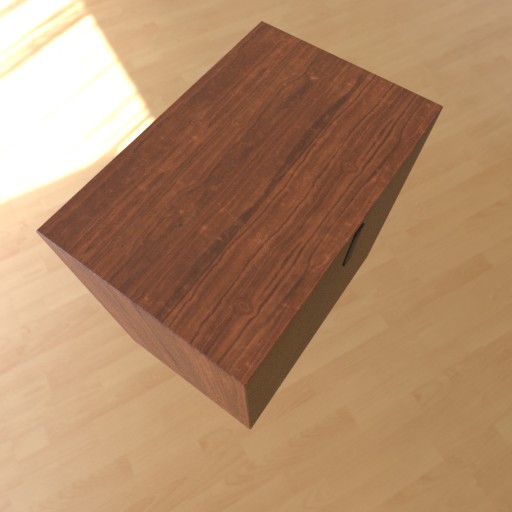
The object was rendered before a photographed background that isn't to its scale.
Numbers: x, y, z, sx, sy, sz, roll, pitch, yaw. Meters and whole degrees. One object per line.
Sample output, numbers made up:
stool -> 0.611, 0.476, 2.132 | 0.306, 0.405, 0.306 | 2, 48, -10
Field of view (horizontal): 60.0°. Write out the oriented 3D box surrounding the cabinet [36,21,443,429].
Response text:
cabinet -> 0.000, 0.000, 1.053 | 0.410, 0.695, 0.607 | 33, 68, 15
